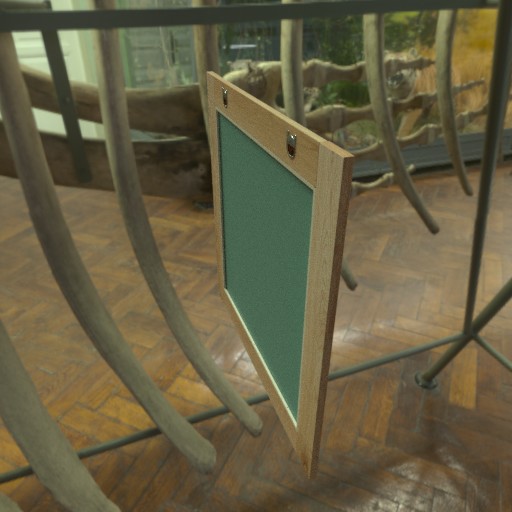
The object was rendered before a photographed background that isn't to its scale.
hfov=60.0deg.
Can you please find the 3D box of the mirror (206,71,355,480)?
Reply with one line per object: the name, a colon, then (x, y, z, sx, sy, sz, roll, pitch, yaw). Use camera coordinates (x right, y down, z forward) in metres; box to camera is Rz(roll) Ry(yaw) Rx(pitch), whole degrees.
mirror: (0.000, 0.000, 1.179, 0.020, 0.800, 0.800, -11, 33, -17)
